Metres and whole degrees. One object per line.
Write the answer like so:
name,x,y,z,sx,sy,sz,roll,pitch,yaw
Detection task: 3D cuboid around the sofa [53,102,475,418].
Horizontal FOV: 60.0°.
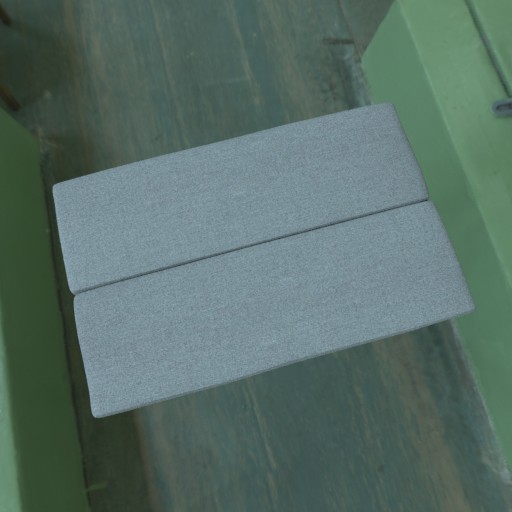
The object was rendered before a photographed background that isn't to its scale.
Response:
sofa,0.000,0.000,1.635,1.250,0.434,0.817,-15,76,-4
